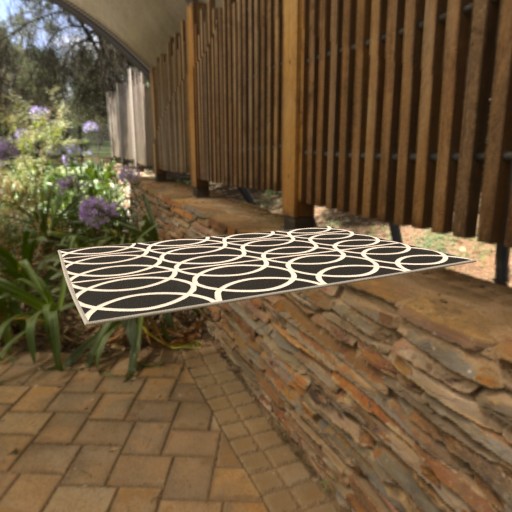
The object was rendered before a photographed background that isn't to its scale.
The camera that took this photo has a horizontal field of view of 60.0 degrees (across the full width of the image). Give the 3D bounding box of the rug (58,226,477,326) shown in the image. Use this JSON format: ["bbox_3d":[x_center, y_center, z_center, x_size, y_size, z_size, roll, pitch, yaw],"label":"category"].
[{"bbox_3d":[0.000,0.000,2.876,2.294,0.014,1.528,-7,14,-27],"label":"rug"}]
